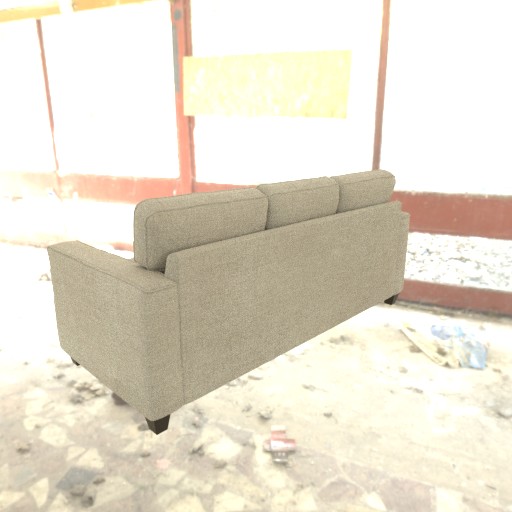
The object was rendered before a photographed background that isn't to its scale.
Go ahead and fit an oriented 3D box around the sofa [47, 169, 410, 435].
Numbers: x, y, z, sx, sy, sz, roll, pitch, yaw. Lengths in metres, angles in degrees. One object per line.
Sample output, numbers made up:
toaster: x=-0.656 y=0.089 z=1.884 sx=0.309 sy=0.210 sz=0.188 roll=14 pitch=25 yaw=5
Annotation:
sofa: x=0.000 y=0.000 z=2.689 sx=0.939 sy=0.965 sz=2.133 roll=15 pitch=22 yaw=42
